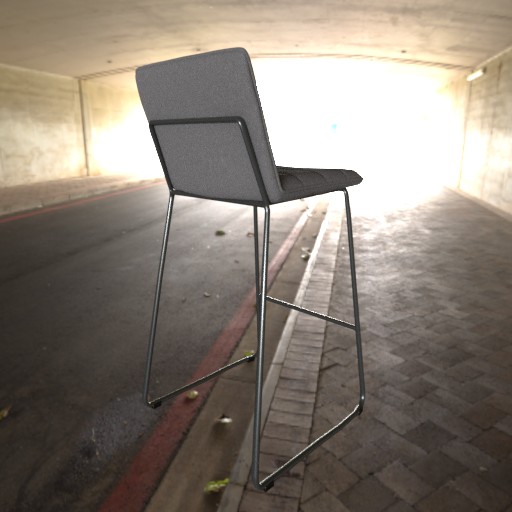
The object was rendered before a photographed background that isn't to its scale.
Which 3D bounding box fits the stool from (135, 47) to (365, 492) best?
[{"bbox_3d":[0.000,0.000,1.217,0.490,0.960,0.490,14,20,43],"label":"stool"}]
